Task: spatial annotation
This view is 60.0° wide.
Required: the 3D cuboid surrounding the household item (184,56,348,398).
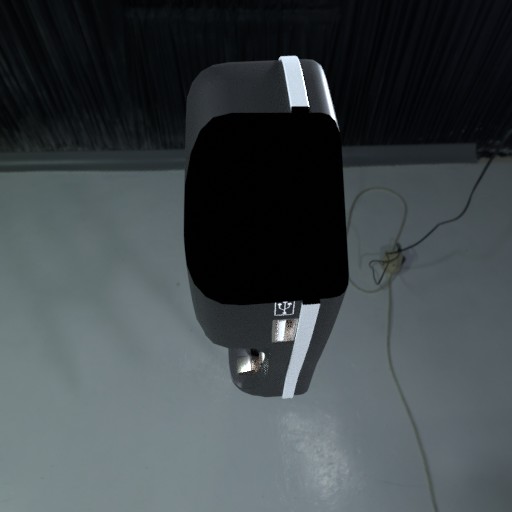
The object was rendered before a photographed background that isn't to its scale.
[{"bbox_3d":[0.000,0.000,0.146,0.038,0.114,0.070,-3,58,-2],"label":"household item"}]
